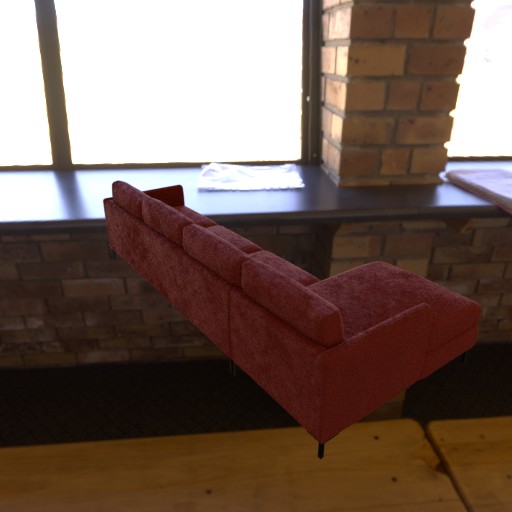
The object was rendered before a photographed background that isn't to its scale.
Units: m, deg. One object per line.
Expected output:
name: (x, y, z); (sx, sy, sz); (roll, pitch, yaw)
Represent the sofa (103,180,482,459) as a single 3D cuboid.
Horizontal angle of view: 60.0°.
sofa: (0.000, 0.000, 2.868); (1.136, 0.663, 2.467); (-17, 30, -32)
